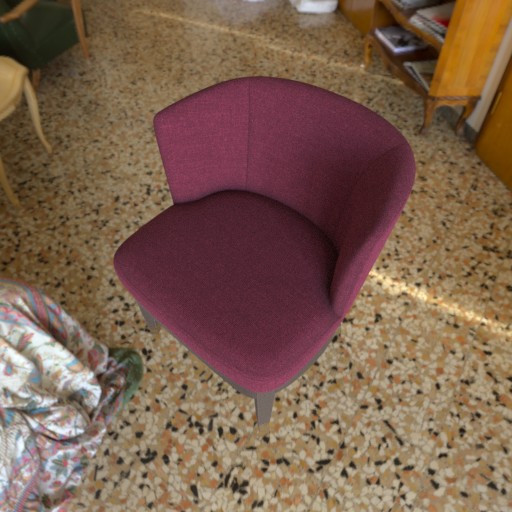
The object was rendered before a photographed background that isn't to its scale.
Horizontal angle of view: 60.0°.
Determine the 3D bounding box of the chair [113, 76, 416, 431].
[{"bbox_3d":[0.000,0.000,1.294,0.700,0.760,0.660,34,56,27],"label":"chair"}]
